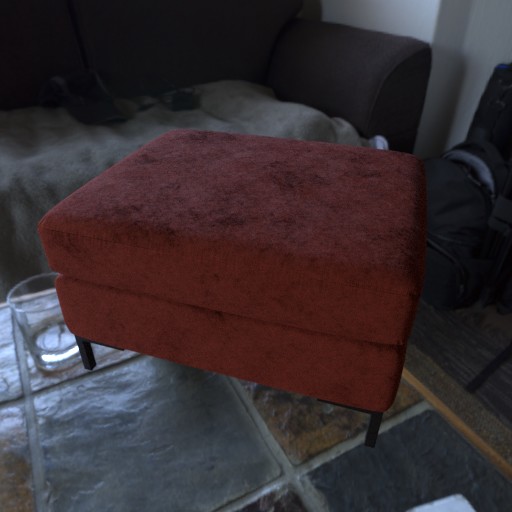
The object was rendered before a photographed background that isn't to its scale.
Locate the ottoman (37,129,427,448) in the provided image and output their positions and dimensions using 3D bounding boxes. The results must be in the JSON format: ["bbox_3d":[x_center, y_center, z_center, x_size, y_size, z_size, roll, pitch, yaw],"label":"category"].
[{"bbox_3d":[0.000,0.000,1.164,0.782,0.462,0.650,10,35,15],"label":"ottoman"}]
